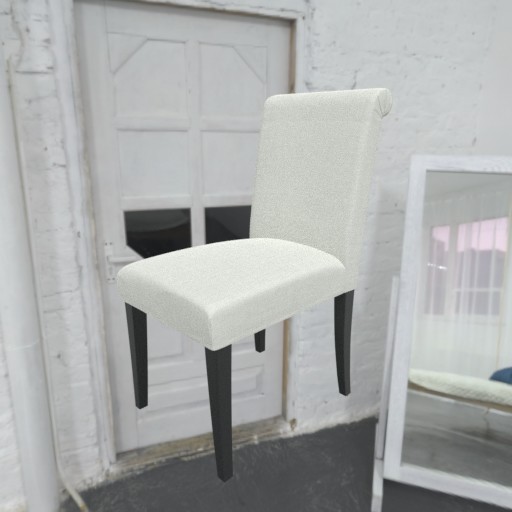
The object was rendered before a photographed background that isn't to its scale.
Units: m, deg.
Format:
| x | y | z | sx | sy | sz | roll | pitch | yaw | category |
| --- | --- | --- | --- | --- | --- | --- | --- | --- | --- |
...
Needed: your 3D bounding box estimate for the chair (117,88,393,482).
| x | y | z | sx | sy | sz | roll | pitch | yaw | category |
| --- | --- | --- | --- | --- | --- | --- | --- | --- | --- |
| 0.000 | 0.000 | 1.360 | 0.708 | 0.976 | 0.452 | -15 | 22 | -42 | chair |
